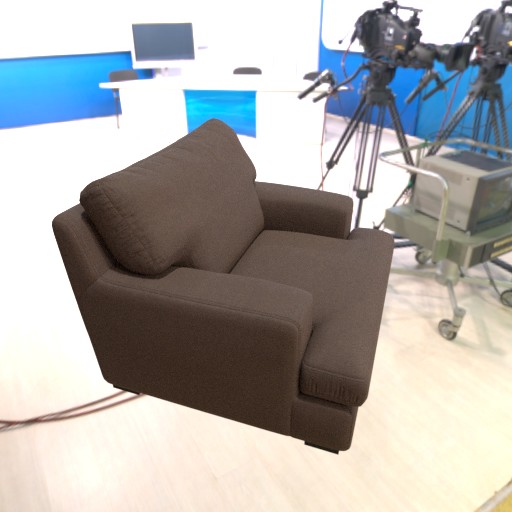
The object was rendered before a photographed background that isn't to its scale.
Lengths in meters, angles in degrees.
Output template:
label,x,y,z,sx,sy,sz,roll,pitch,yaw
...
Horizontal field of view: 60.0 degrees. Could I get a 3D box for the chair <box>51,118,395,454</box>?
label,x,y,z,sx,sy,sz,roll,pitch,yaw
chair,0.000,0.000,1.966,1.143,0.940,1.168,10,32,17
